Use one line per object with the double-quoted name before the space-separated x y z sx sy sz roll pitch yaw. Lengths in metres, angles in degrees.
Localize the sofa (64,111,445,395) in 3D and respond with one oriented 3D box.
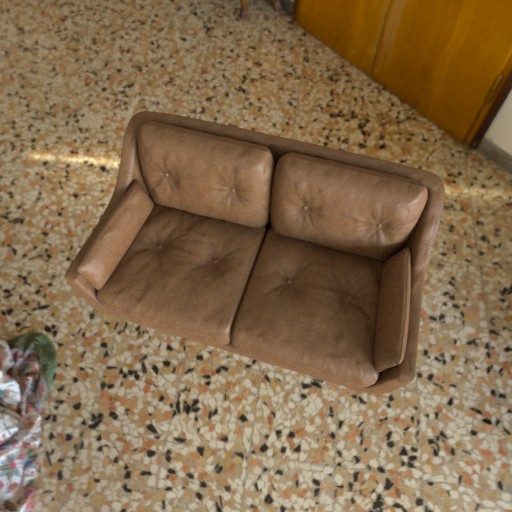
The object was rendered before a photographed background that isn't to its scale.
"sofa" 0.000 0.000 2.367 1.731 0.886 0.981 15 60 9
